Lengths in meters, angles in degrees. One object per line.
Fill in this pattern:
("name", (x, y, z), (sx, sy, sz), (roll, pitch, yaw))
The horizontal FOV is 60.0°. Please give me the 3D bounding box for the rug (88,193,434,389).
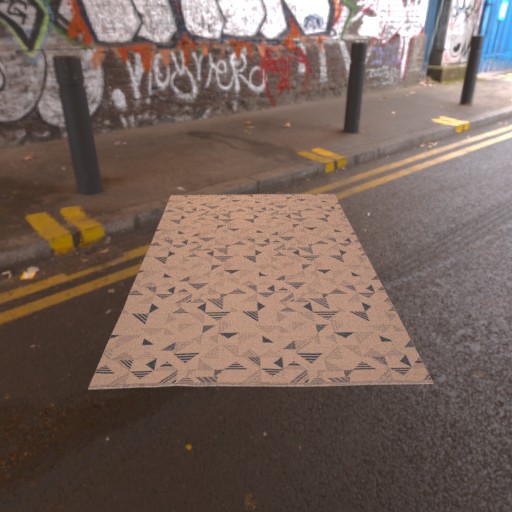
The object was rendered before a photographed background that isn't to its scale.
("rug", (0.000, 0.000, 3.019), (1.512, 0.009, 2.457), (-1, 28, -1))
